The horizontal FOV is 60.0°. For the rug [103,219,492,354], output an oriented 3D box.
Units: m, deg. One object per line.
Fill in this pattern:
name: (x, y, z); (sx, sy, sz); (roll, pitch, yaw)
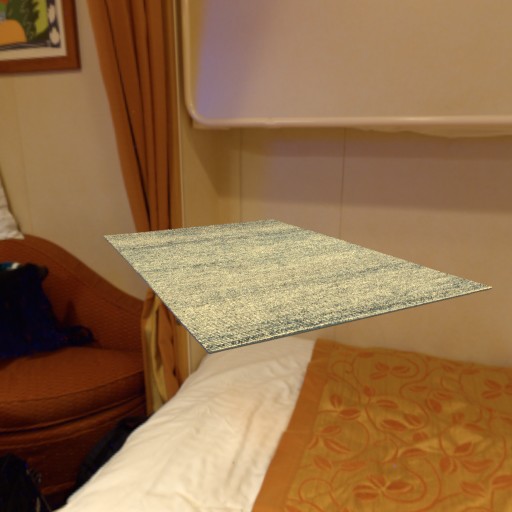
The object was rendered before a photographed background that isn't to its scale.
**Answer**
rug: (0.000, 0.000, 3.002); (1.624, 0.030, 2.349); (-7, 16, -26)
